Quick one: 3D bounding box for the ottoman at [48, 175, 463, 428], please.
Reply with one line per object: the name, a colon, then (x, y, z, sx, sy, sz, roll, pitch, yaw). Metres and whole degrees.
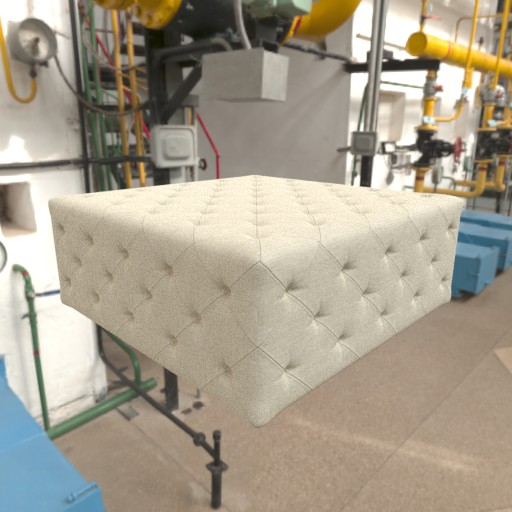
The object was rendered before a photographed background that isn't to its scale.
ottoman: (0.000, 0.000, 1.581, 1.028, 0.439, 1.028, 16, 23, 42)
